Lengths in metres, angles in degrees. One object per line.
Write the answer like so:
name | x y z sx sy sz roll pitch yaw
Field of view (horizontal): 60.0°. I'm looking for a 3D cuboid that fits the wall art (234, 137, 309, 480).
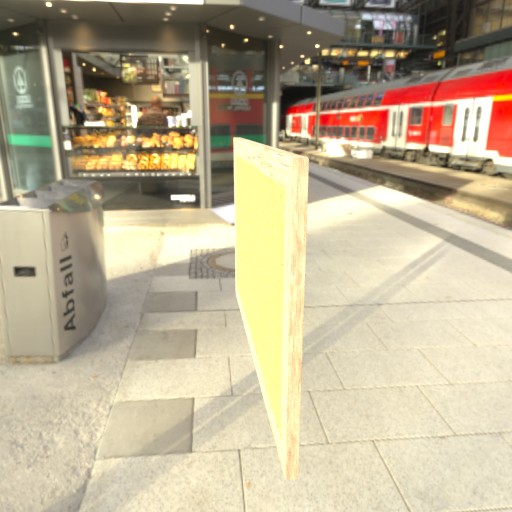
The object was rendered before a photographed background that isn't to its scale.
wall art | 0.000 0.000 0.975 0.021 0.480 0.780 -2 17 -8
